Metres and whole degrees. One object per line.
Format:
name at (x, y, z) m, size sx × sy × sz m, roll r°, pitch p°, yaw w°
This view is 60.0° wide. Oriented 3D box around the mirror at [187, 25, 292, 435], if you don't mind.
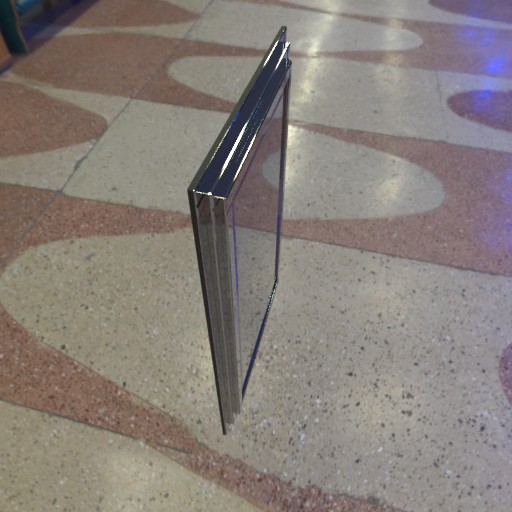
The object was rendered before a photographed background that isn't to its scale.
mirror at (0.000, 0.000, 1.155) m, size 0.039 × 0.914 × 0.613 m, roll 11°, pitch 49°, yaw 10°
